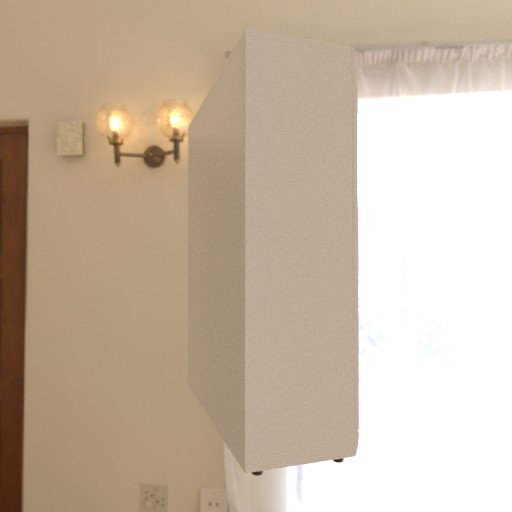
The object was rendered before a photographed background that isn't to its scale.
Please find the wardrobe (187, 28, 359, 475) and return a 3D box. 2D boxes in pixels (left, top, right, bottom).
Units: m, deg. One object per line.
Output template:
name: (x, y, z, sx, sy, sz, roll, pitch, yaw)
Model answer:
wardrobe: (0.000, 0.000, 1.656, 0.360, 1.200, 0.900, 0, -1, -18)
